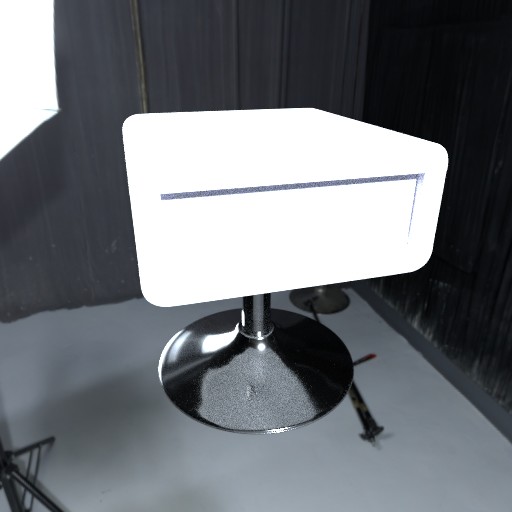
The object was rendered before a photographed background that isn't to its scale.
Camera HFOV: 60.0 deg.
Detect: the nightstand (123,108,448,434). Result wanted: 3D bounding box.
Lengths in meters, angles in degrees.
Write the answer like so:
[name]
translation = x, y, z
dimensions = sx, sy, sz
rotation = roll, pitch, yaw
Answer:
[nightstand]
translation = 0.000, 0.000, 0.779
dimensions = 0.399, 0.447, 0.404
rotation = -7, 26, -15
